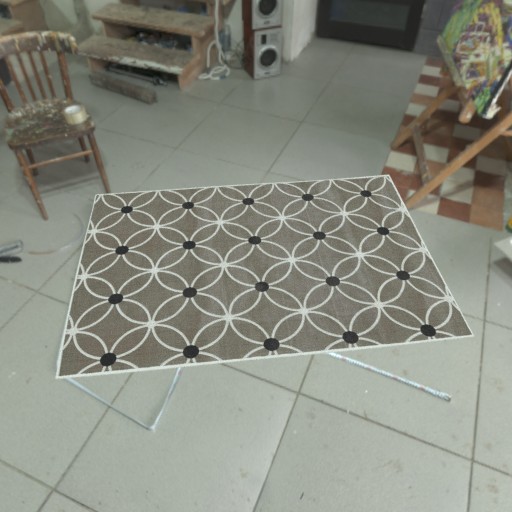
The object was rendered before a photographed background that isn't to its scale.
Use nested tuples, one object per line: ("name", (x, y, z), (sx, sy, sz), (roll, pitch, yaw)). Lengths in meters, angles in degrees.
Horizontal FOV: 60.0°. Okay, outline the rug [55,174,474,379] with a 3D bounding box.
("rug", (0.000, 0.000, 2.898), (2.284, 0.008, 1.522), (-5, 47, -4))
